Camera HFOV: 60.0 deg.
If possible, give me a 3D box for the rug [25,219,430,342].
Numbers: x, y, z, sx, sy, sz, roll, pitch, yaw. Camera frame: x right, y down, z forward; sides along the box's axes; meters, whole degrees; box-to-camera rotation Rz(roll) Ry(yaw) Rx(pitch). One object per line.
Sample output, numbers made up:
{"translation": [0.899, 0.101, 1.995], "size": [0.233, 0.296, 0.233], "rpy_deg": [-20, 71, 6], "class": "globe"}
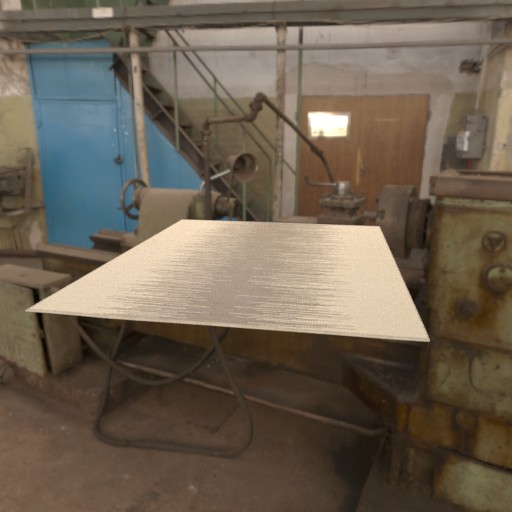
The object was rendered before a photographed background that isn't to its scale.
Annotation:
{"translation": [0.000, 0.000, 4.038], "size": [2.453, 0.010, 3.037], "rpy_deg": [3, 16, 10], "class": "rug"}
